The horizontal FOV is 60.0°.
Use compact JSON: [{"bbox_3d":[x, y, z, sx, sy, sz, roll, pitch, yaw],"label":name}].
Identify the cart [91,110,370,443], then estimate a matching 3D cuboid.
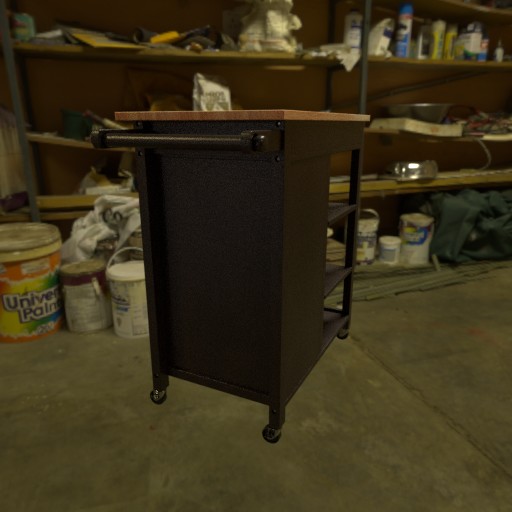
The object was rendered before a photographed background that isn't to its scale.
[{"bbox_3d":[0.000,0.000,1.438,0.472,0.878,0.914,8,19,26],"label":"cart"}]
